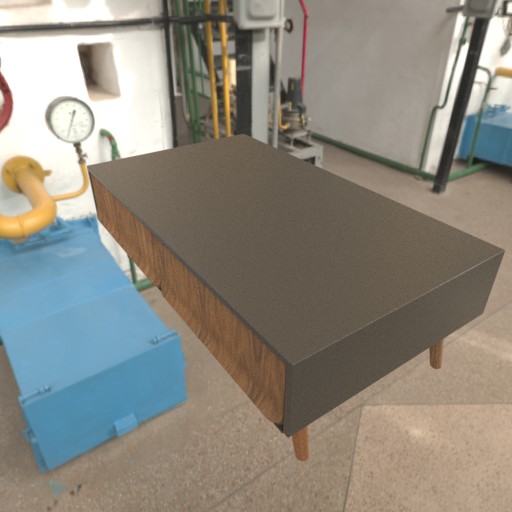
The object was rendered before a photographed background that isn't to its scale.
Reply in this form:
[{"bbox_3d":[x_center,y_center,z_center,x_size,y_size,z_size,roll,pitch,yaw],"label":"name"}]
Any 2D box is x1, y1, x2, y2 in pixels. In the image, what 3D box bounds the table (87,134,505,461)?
[{"bbox_3d":[0.000,0.000,1.476,0.703,0.404,1.201,-20,37,-29],"label":"table"}]
